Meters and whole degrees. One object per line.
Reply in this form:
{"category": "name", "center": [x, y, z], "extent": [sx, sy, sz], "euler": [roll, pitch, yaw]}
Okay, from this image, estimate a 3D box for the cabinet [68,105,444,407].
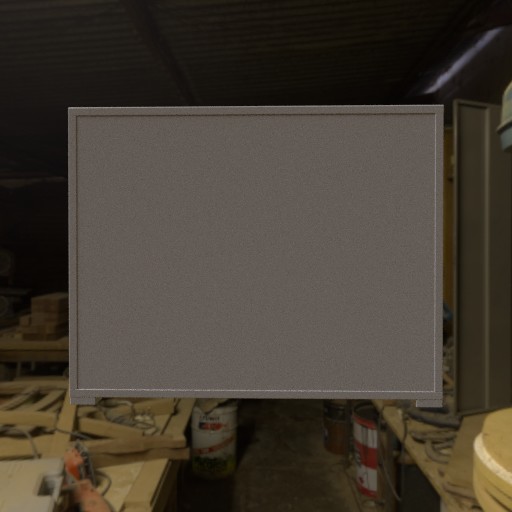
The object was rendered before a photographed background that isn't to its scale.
{"category": "cabinet", "center": [0.000, 0.000, 1.383], "extent": [1.000, 0.800, 0.400], "euler": [0, 1, 1]}
